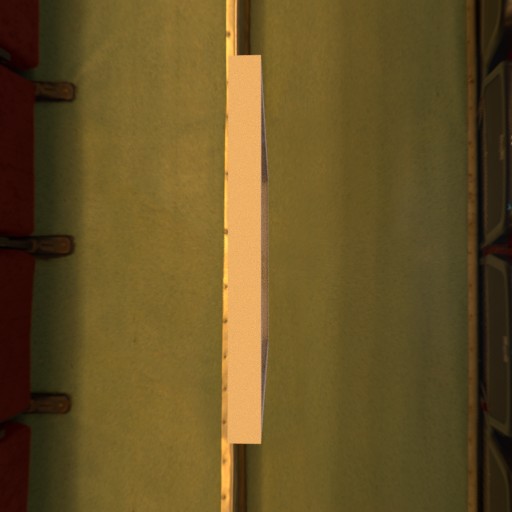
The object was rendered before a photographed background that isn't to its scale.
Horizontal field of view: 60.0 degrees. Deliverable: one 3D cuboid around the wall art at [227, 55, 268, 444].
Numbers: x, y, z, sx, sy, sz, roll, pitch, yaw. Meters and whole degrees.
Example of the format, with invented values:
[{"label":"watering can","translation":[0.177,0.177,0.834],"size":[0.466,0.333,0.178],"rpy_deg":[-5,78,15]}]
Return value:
[{"label":"wall art","translation":[0.000,0.000,0.548],"size":[0.025,0.428,0.293],"rpy_deg":[0,88,2]}]
